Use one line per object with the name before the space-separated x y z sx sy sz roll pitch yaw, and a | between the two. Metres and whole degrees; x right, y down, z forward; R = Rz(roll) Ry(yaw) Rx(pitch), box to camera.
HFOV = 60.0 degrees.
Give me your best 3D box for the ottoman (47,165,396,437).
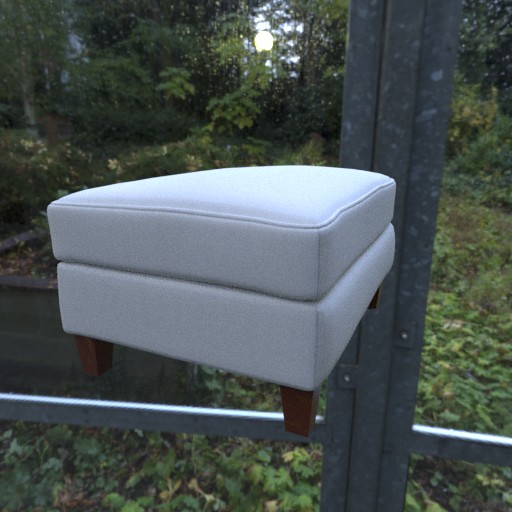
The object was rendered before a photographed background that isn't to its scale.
ottoman | 0.000 0.000 1.205 0.634 0.479 0.818 7 17 24
